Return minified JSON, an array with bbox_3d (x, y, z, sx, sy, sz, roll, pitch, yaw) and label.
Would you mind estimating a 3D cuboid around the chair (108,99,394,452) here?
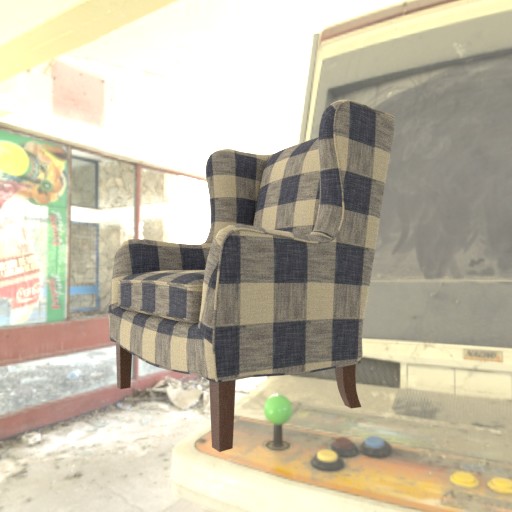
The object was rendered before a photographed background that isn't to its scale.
[{"bbox_3d":[0.000,0.000,1.705,0.889,1.041,0.830,1,-2,-36],"label":"chair"}]
